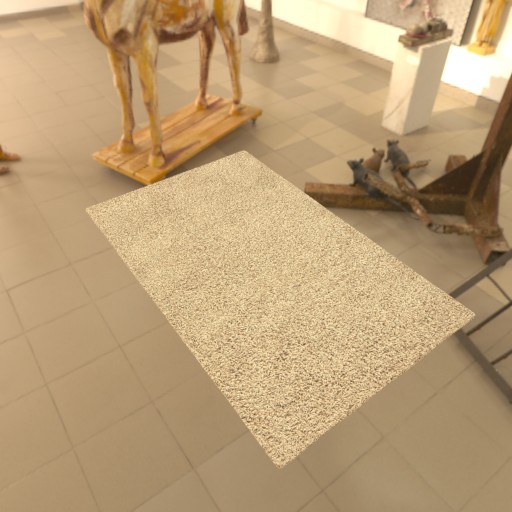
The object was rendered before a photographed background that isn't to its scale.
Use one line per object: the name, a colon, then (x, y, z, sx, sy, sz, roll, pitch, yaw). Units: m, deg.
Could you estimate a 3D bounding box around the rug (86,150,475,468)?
rug: (0.000, 0.000, 3.072, 1.524, 0.030, 2.438, -27, 49, -26)
